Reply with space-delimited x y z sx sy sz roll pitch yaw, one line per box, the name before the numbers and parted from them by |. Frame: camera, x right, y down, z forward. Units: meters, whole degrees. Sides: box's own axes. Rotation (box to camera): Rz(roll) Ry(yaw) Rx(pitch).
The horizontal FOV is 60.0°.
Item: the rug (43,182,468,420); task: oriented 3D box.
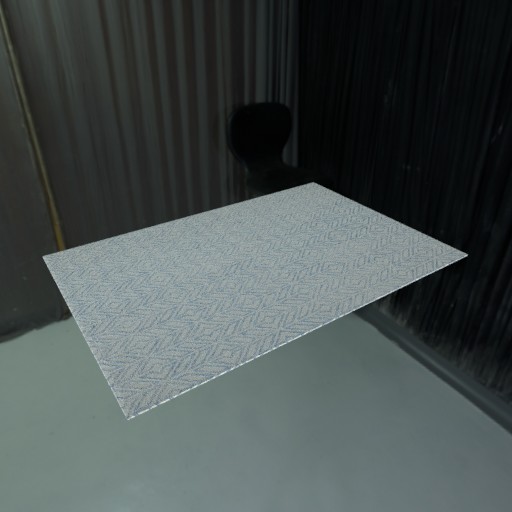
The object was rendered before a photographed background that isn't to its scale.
rug | 0.000 0.000 2.288 1.824 0.008 1.220 -19 36 -29
